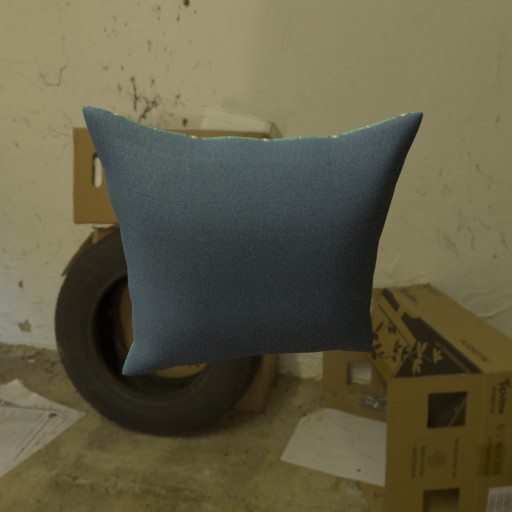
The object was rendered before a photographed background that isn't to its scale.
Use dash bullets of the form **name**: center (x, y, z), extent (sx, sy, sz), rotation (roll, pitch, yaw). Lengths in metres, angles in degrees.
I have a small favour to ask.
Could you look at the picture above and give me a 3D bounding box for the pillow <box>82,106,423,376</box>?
- **pillow**: center (0.000, 0.000, 0.689), extent (0.453, 0.430, 0.200), rotation (-2, 15, -9)
